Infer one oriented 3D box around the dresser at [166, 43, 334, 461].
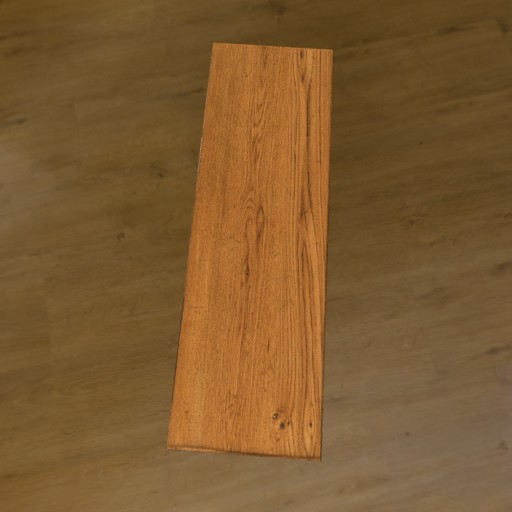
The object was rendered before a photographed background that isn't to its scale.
[{"bbox_3d":[0.000,0.000,2.168,0.563,0.932,1.657,4,75,1],"label":"dresser"}]
